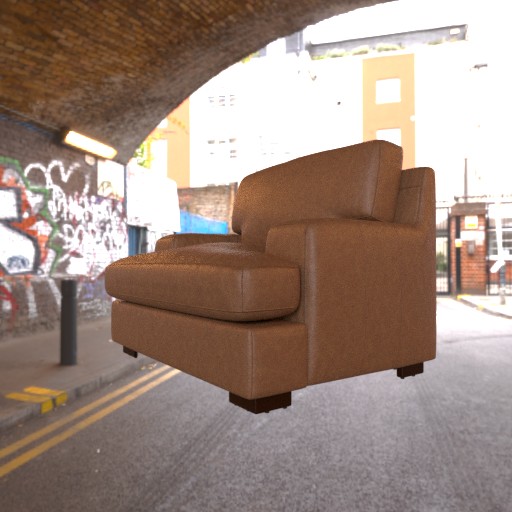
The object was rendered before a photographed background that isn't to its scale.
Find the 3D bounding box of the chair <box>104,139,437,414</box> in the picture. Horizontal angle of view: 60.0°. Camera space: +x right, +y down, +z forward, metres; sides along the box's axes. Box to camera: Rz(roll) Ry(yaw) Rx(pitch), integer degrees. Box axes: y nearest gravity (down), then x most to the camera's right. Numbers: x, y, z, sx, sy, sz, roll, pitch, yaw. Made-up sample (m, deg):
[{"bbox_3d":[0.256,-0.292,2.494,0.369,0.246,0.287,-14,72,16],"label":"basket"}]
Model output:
[{"bbox_3d":[0.000,0.000,2.016,1.050,0.978,1.276,1,-1,-36],"label":"chair"}]
